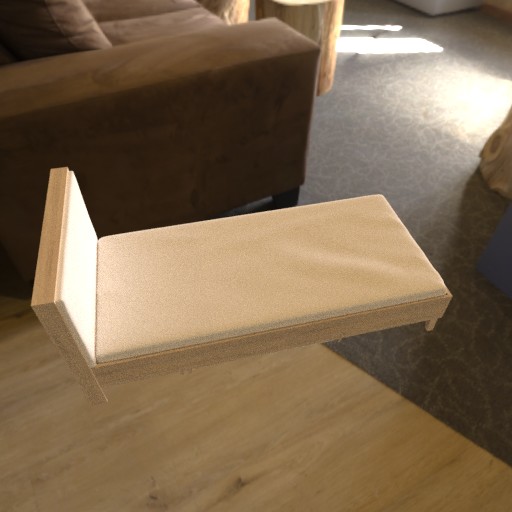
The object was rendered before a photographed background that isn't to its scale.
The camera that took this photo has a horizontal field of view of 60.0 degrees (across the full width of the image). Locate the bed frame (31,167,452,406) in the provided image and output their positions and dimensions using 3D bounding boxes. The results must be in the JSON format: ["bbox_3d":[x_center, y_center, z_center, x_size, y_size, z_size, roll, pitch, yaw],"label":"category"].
[{"bbox_3d":[0.000,0.000,2.663,2.140,0.920,0.990,-10,47,-9],"label":"bed frame"}]
